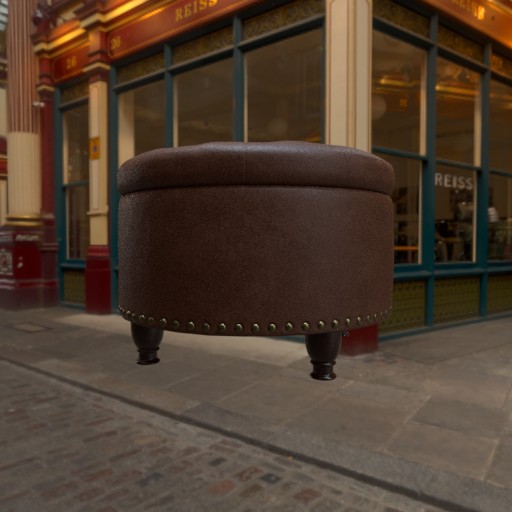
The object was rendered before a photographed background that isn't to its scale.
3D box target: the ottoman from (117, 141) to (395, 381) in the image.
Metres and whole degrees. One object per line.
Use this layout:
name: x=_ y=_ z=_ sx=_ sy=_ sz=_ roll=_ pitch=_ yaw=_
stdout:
ottoman: x=0.000 y=0.000 z=1.070 sx=0.637 sy=0.442 sz=0.637 roll=0 pitch=2 yaw=0
